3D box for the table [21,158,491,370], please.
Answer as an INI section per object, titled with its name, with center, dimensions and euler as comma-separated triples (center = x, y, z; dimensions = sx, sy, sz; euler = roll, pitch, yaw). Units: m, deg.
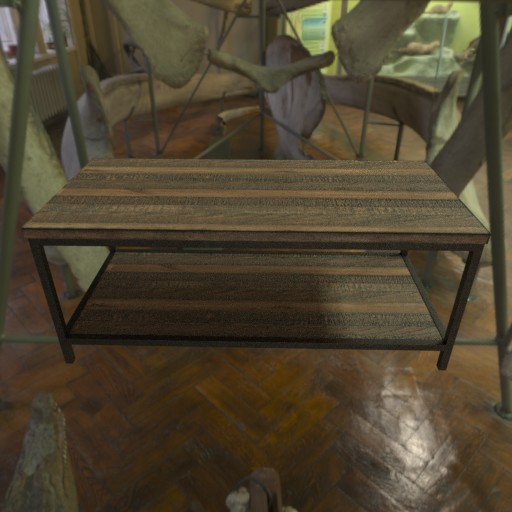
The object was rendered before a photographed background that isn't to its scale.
[table]
center = 0.000, 0.000, 1.229
dimensions = 0.990, 0.399, 0.452
euler = 1, 31, 1
